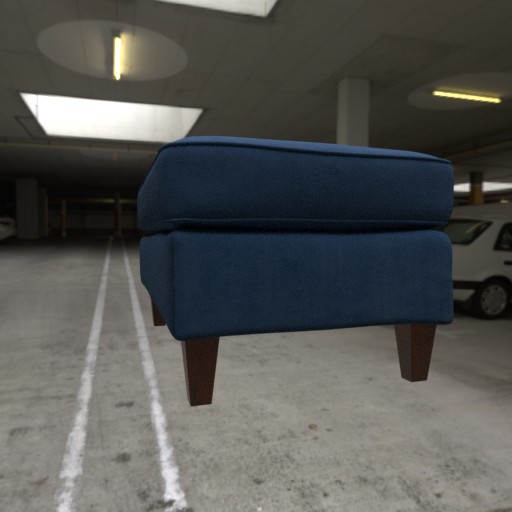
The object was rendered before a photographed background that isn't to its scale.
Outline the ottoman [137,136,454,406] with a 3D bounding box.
[{"bbox_3d":[0.000,0.000,1.189,0.583,0.484,0.862,-1,2,-18],"label":"ottoman"}]
